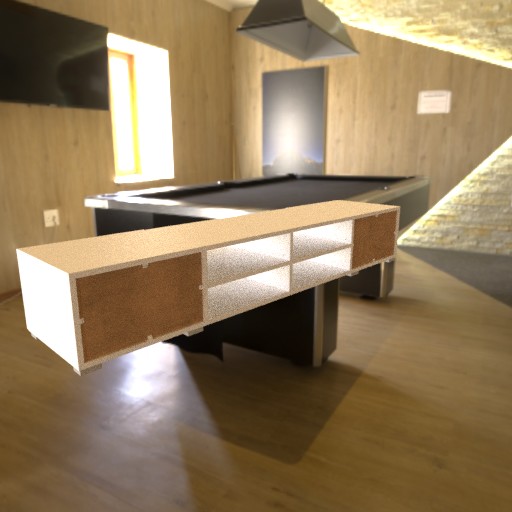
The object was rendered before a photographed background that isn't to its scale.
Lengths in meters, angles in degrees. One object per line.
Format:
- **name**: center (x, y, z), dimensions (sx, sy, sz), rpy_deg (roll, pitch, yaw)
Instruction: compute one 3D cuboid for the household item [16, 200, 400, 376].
- **household item**: center (0.000, 0.000, 2.009), dimensions (0.420, 0.310, 1.850), rpy_deg (14, 20, 43)
